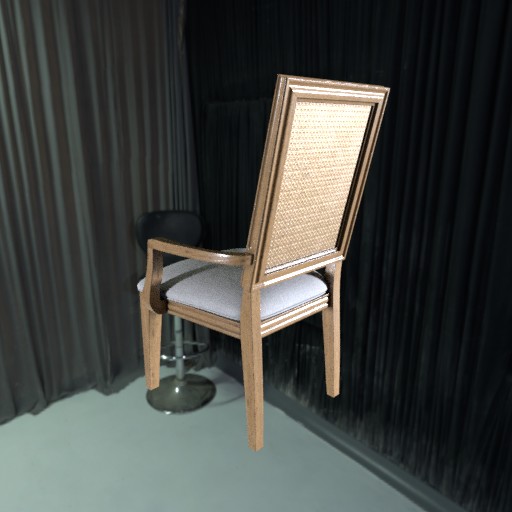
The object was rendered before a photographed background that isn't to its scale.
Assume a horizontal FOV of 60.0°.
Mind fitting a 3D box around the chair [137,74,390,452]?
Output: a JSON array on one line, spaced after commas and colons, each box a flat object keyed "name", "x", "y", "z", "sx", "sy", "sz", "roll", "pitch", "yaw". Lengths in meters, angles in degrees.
[{"name": "chair", "x": 0.000, "y": 0.000, "z": 1.390, "sx": 0.606, "sy": 0.990, "sz": 0.602, "roll": -16, "pitch": 23, "yaw": -42}]
